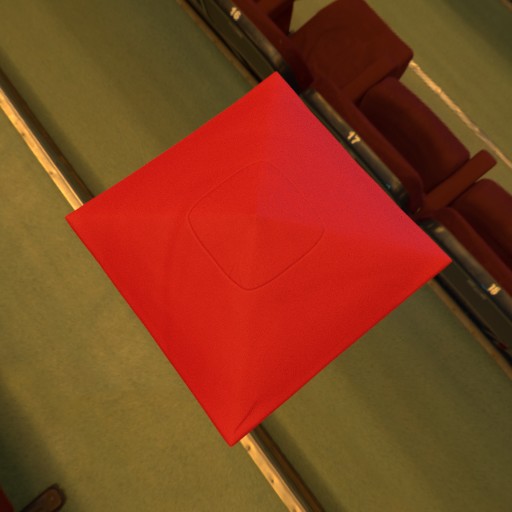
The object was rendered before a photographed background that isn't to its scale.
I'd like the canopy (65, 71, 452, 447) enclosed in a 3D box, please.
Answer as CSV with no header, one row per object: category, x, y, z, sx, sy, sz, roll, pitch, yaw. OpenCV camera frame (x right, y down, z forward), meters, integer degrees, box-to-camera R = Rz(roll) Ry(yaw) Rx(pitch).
canopy,0.000,0.000,5.477,2.998,2.997,2.996,-37,79,-9
